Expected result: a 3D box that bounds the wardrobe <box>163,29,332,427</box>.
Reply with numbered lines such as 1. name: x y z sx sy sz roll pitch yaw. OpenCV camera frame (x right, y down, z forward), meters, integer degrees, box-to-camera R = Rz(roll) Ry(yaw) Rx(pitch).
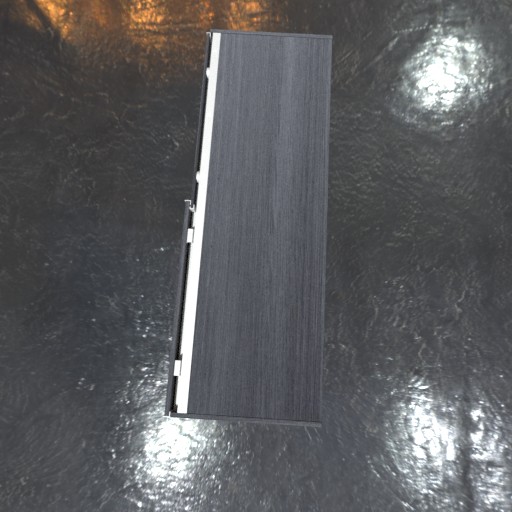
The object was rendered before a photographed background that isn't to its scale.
1. wardrobe: 0.000 0.000 2.892 0.629 1.960 1.780 3 77 1
